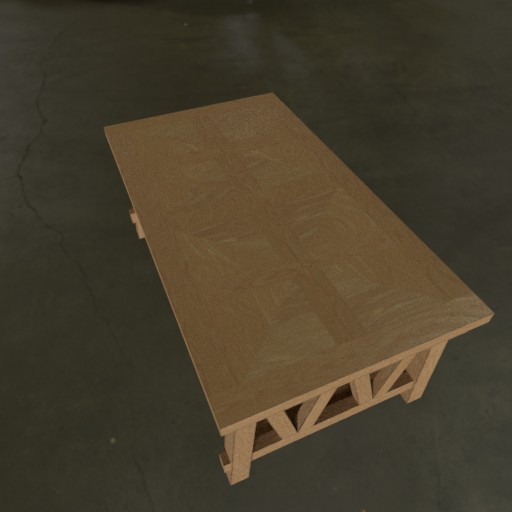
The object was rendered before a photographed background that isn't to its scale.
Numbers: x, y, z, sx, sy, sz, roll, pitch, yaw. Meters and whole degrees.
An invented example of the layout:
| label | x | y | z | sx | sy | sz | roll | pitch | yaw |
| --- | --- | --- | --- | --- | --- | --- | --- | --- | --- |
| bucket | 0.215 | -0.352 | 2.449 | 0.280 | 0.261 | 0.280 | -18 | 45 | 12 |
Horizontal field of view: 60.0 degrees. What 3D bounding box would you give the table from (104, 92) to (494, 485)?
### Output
| label | x | y | z | sx | sy | sz | roll | pitch | yaw |
| --- | --- | --- | --- | --- | --- | --- | --- | --- | --- |
| table | 0.000 | 0.000 | 1.566 | 0.711 | 0.507 | 1.270 | -17 | 48 | -16 |
